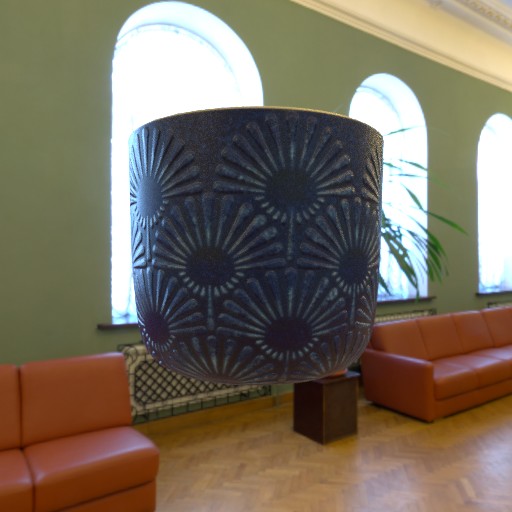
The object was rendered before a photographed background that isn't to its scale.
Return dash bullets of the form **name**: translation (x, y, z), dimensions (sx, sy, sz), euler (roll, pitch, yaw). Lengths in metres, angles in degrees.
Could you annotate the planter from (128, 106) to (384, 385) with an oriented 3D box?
- **planter**: translation (0.000, 0.000, 0.222), dimensions (0.124, 0.109, 0.124), euler (0, 0, 0)
